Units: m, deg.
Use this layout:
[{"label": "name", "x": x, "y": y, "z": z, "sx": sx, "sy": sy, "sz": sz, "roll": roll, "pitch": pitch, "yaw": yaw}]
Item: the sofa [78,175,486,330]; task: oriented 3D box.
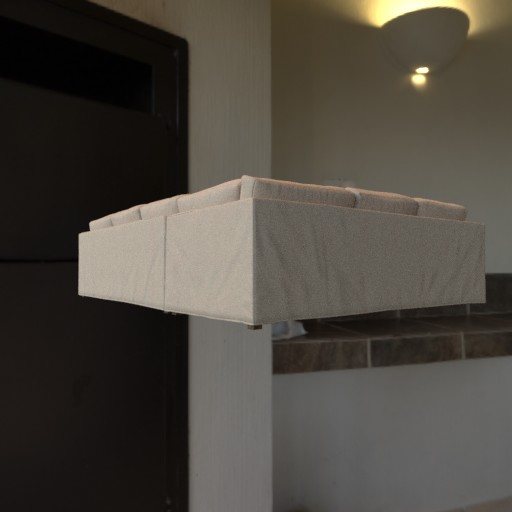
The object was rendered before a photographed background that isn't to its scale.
[{"label": "sofa", "x": 0.000, "y": 0.000, "z": 4.239, "sx": 2.432, "sy": 0.871, "sz": 3.182, "roll": 1, "pitch": -2, "yaw": -37}]
